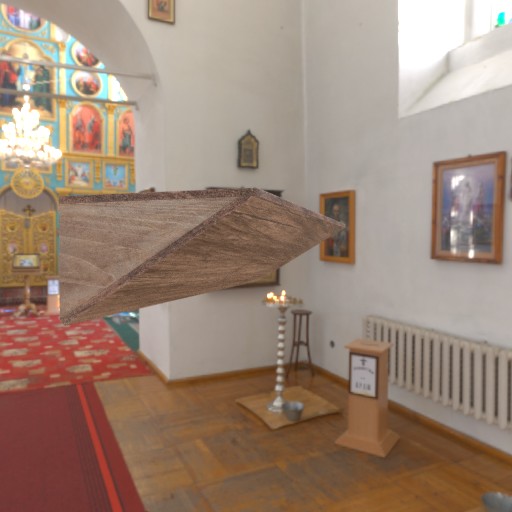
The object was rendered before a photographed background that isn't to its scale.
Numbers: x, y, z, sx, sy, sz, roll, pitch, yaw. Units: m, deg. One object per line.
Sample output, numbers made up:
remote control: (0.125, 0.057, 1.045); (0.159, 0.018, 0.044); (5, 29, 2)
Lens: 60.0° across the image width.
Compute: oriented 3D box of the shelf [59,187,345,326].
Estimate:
shelf: (0.000, 0.000, 0.685); (0.200, 0.125, 0.610); (0, 1, 18)
